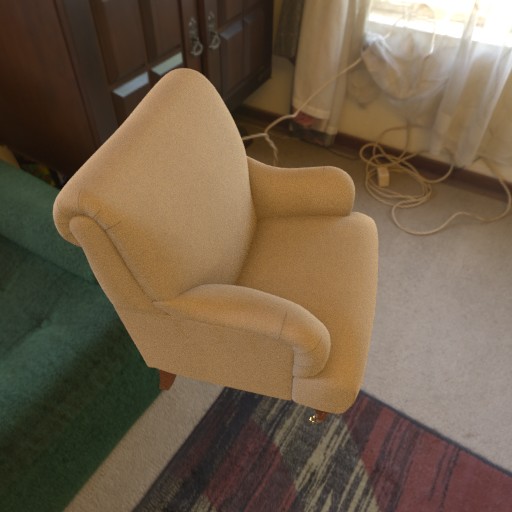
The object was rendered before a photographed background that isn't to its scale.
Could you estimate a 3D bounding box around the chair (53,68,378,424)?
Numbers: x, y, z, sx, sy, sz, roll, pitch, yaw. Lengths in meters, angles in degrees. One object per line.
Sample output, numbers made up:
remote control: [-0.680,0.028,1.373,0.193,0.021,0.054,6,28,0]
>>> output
chair: [0.000,0.000,1.499,0.842,0.942,0.766,11,47,10]
